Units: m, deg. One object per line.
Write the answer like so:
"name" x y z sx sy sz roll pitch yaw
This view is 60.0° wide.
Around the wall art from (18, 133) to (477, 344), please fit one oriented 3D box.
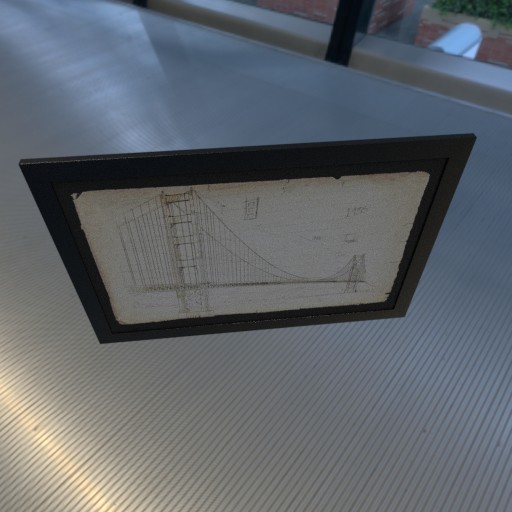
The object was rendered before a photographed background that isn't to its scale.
"wall art" 0.000 0.000 0.799 0.660 0.447 0.013 -4 46 -4
